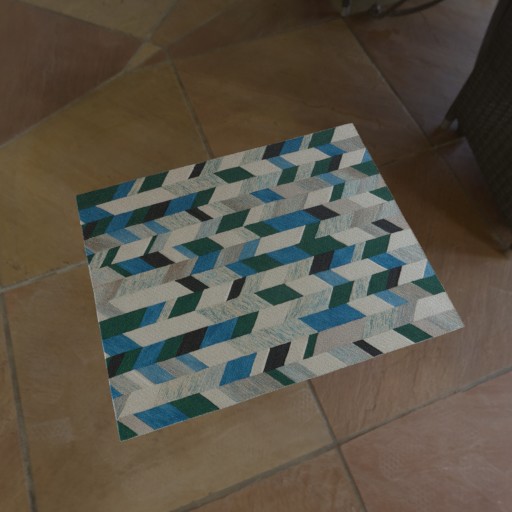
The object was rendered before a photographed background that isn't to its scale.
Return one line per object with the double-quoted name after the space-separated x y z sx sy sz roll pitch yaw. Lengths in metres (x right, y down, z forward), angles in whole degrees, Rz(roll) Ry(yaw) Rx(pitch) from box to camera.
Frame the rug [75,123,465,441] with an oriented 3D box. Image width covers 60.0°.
0.000 0.000 4.163 3.036 0.008 2.440 -16 65 -8 "rug"
